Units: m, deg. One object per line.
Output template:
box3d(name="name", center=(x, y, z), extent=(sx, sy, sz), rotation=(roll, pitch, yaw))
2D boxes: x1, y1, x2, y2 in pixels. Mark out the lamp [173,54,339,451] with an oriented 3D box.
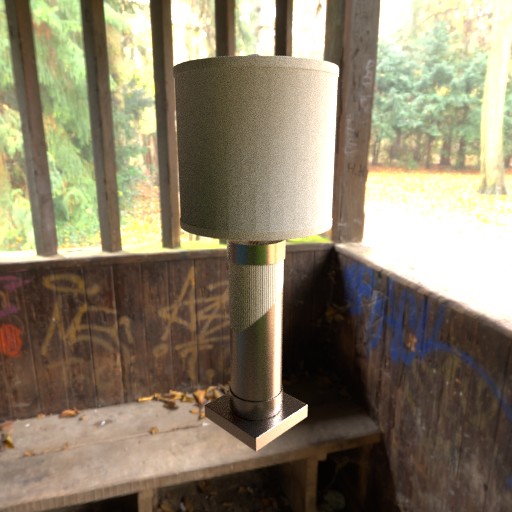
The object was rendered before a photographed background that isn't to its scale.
box3d(name="lamp", center=(0.000, 0.000, 0.611), extent=(0.202, 0.509, 0.202), rotation=(-15, 21, -43))
